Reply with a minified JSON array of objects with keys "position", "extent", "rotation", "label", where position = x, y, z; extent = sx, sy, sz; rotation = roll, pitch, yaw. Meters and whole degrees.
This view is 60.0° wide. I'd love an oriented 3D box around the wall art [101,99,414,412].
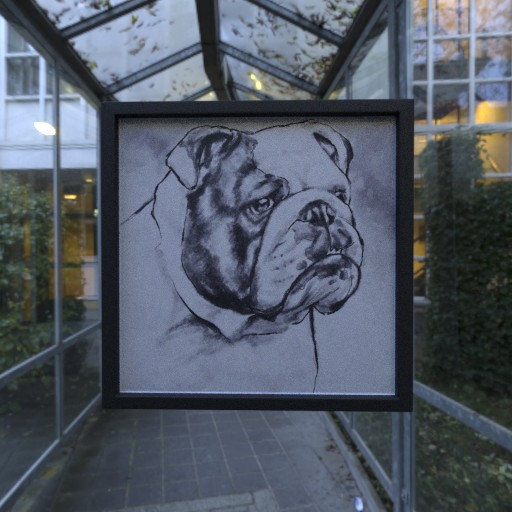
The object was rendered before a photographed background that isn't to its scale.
[{"position":[0.000,0.000,0.656],"extent":[0.456,0.453,0.022],"rotation":[0,1,2],"label":"wall art"}]
